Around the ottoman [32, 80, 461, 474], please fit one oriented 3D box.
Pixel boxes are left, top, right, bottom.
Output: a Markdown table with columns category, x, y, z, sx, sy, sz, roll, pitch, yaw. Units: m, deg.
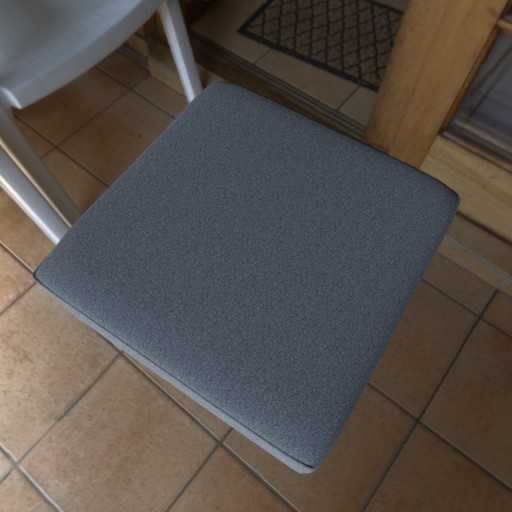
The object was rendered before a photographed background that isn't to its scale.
| category | x | y | z | sx | sy | sz | roll | pitch | yaw |
| --- | --- | --- | --- | --- | --- | --- | --- | --- | --- |
| ottoman | 0.000 | 0.000 | 1.552 | 1.015 | 0.464 | 1.005 | 30 | 67 | 14 |
